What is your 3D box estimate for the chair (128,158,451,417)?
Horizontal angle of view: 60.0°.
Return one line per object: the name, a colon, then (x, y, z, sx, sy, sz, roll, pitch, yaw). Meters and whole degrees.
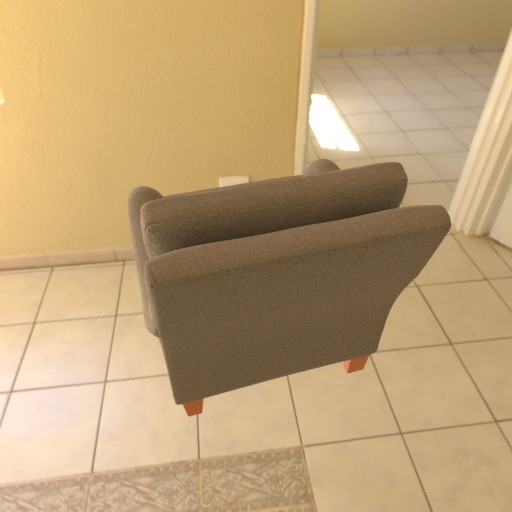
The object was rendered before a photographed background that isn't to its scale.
chair: (0.000, 0.000, 1.848, 0.955, 1.038, 1.070, -11, 42, -13)
